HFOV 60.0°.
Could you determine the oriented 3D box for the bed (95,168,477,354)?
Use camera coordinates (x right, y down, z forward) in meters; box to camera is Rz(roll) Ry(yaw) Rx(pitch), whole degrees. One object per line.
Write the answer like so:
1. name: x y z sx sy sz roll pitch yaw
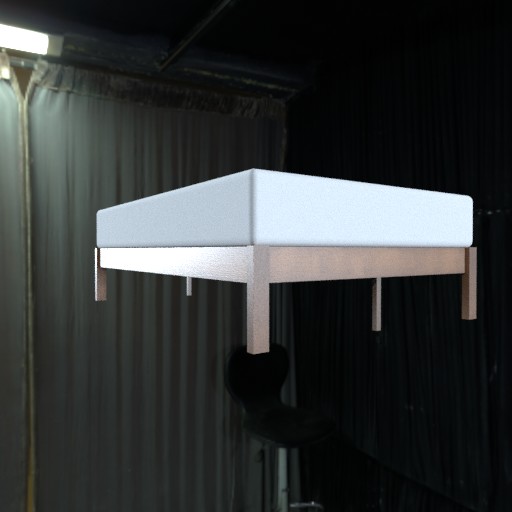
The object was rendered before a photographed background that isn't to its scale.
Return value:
1. bed: 0.000 0.000 2.626 1.348 0.616 1.927 0 1 -35
